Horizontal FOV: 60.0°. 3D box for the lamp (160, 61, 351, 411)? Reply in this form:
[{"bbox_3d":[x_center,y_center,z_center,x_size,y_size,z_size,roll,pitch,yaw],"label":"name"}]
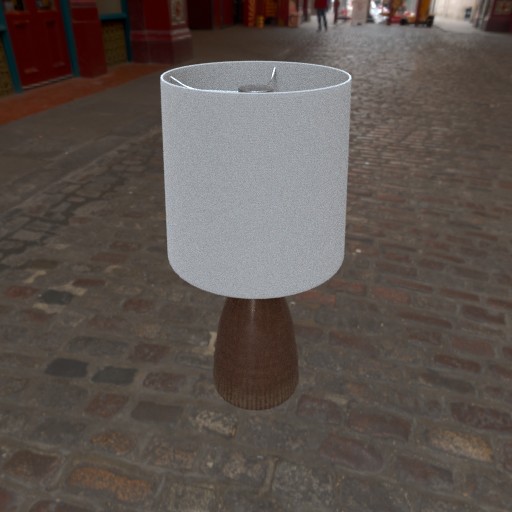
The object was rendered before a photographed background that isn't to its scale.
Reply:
[{"bbox_3d":[0.000,0.000,0.481,0.186,0.369,0.186,0,31,0],"label":"lamp"}]
